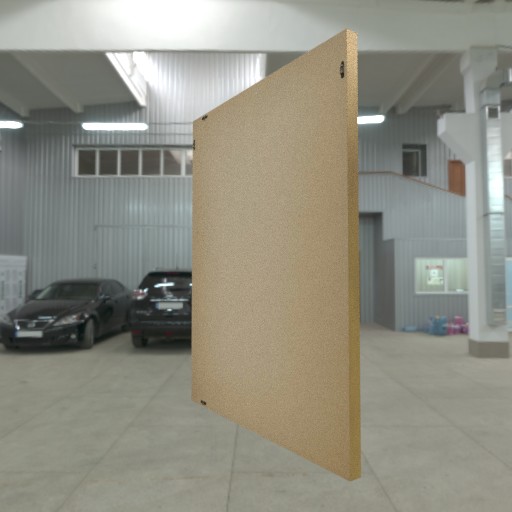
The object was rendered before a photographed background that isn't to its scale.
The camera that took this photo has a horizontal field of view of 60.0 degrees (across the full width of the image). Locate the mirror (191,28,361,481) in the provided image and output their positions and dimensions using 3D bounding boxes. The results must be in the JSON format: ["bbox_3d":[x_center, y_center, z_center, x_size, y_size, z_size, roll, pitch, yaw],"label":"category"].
[{"bbox_3d":[0.000,0.000,1.312,0.041,1.016,0.762,2,-3,-35],"label":"mirror"}]
